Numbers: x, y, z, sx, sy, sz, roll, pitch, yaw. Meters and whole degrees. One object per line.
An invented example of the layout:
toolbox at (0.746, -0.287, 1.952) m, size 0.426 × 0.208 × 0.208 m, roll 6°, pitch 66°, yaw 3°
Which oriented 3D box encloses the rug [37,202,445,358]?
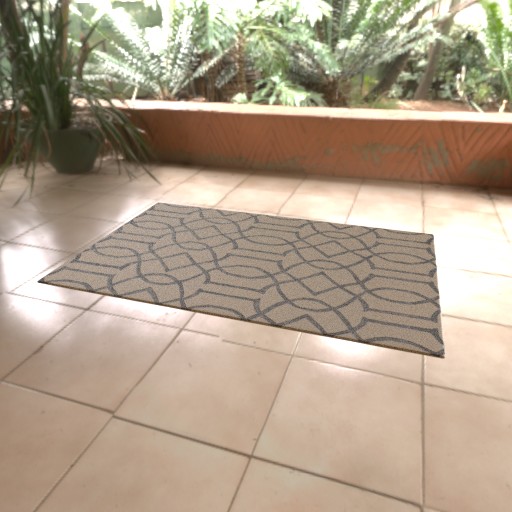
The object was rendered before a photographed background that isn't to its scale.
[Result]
rug at (0.000, 0.000, 3.061) m, size 2.365 × 0.017 × 1.521 m, roll 8°, pitch 28°, yaw 16°
